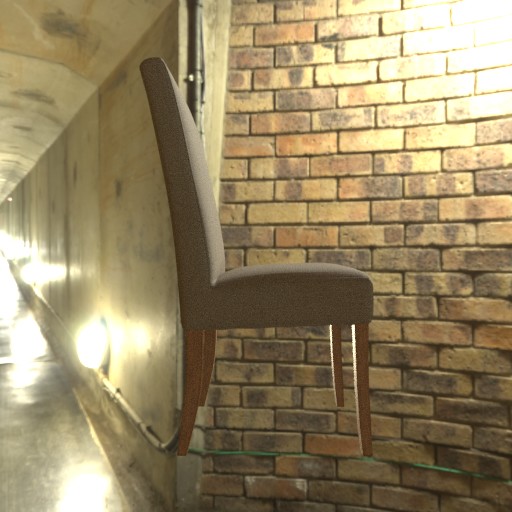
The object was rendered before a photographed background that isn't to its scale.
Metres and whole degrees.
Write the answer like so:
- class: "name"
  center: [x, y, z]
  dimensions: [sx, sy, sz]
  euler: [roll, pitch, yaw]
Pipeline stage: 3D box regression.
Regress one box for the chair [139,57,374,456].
- class: "chair"
  center: [0.000, 0.000, 1.351]
  dimensions: [0.611, 1.033, 0.450]
  euler: [0, 0, 0]
